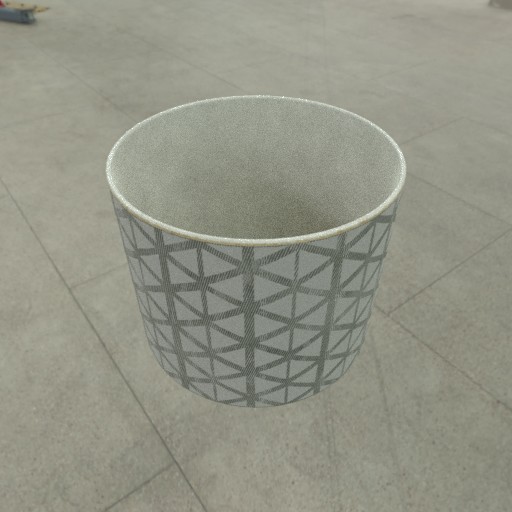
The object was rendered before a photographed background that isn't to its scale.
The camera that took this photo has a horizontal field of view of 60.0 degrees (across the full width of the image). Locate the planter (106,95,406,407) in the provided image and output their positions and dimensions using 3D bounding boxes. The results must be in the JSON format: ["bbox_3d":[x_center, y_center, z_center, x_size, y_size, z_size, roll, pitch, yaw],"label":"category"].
[{"bbox_3d":[0.000,0.000,0.457,0.250,0.239,0.250,0,41,0],"label":"planter"}]
